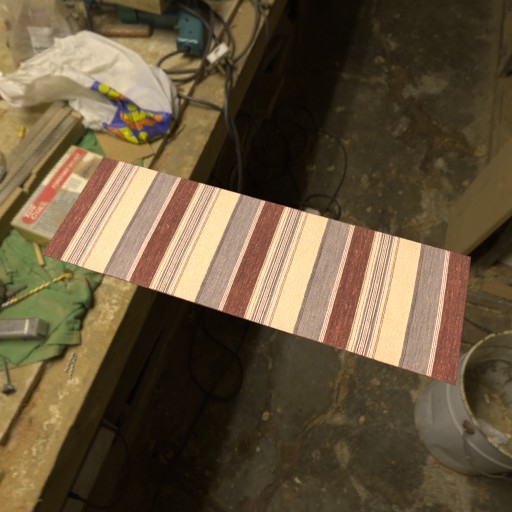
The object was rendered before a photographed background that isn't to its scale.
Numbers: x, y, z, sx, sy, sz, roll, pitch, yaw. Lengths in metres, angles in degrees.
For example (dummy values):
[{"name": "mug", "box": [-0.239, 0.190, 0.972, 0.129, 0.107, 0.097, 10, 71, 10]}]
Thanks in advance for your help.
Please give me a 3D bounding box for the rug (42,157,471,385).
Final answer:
[{"name": "rug", "box": [0.000, 0.000, 2.651, 2.437, 0.006, 0.792, 16, 63, 8]}]
